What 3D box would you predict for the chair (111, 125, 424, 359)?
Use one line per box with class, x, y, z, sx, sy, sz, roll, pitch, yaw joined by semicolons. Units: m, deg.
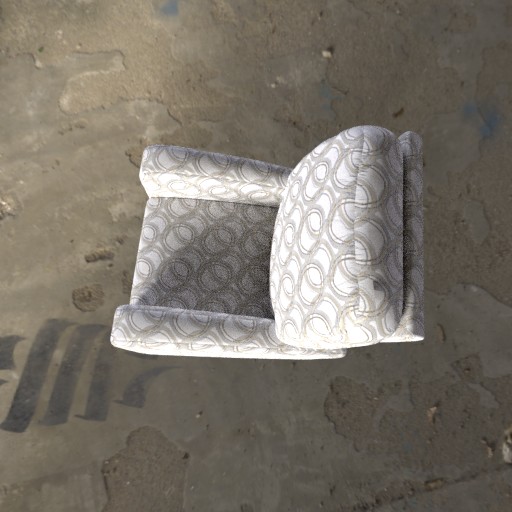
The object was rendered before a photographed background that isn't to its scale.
chair;0.000;0.000;1.728;0.995;1.065;0.796;5;75;1
